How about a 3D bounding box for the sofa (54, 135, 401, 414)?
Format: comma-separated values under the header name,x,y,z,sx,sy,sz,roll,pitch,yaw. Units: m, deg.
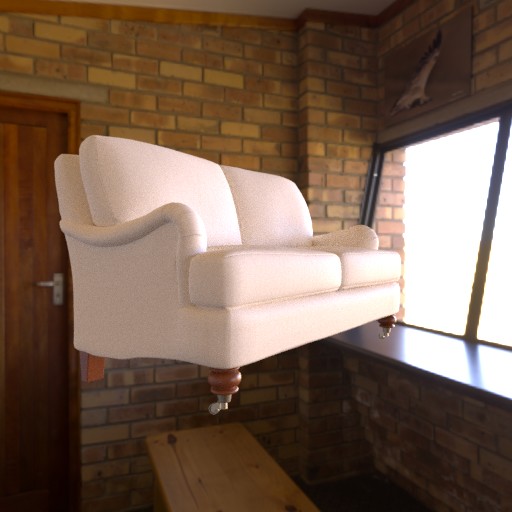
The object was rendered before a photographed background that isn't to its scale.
name,x,y,z,sx,sy,sz,roll,pitch,yaw
sofa,0.000,0.000,2.469,1.084,1.101,1.853,0,1,36
